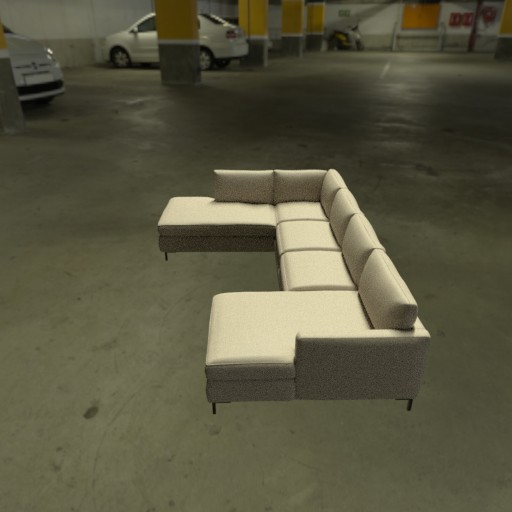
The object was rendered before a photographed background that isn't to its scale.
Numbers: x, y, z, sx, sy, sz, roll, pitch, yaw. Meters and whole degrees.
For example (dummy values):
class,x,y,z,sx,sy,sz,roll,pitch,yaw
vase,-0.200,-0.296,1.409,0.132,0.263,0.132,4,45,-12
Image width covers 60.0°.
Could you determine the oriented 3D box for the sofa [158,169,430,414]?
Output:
class,x,y,z,sx,sy,sz,roll,pitch,yaw
sofa,0.000,0.000,3.666,1.879,0.756,2.737,0,27,-1
